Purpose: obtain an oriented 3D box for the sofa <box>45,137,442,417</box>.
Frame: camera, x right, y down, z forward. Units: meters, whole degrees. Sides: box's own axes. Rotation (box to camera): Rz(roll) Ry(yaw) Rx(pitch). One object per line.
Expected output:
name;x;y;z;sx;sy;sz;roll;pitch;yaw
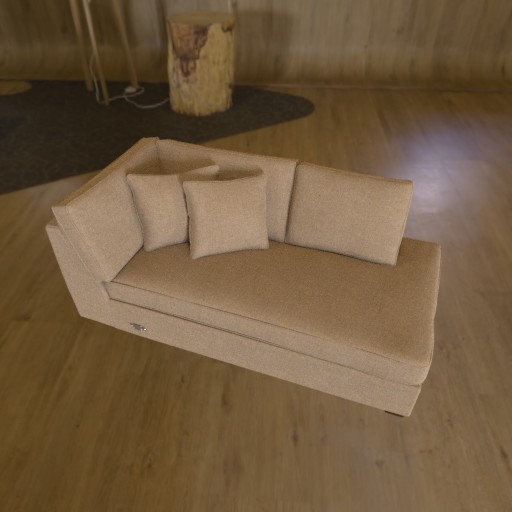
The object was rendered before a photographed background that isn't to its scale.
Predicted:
sofa;0.000;0.000;2.824;2.238;1.019;1.110;13;42;15
